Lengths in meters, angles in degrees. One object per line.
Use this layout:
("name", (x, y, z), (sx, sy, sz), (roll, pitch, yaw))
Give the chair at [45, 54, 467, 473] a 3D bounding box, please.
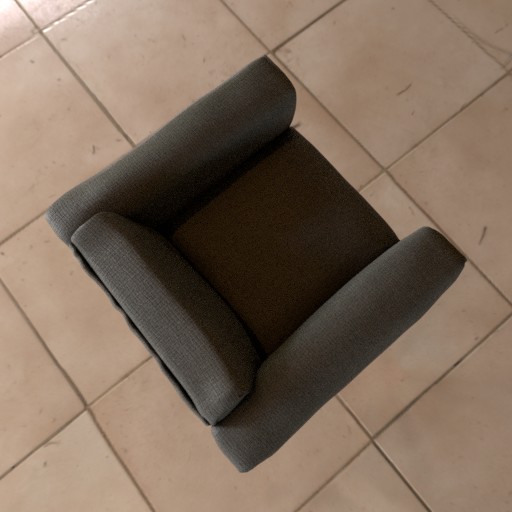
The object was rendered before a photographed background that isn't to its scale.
("chair", (0.000, 0.000, 1.639), (0.969, 0.646, 1.056), (-39, 79, -9))
